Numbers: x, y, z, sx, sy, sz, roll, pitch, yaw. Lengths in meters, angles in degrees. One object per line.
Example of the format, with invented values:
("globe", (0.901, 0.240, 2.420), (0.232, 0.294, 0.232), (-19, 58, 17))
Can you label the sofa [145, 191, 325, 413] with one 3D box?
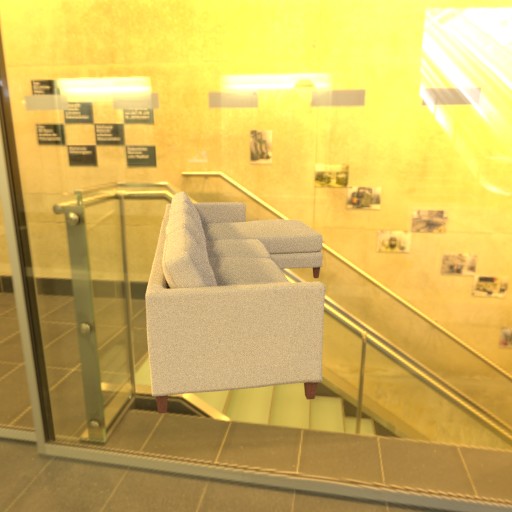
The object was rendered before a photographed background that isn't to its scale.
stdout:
("sofa", (0.000, 0.000, 3.865), (1.625, 0.861, 3.186), (-2, 15, -9))
